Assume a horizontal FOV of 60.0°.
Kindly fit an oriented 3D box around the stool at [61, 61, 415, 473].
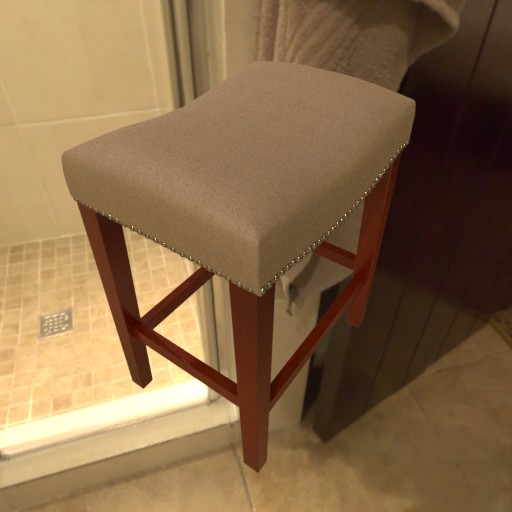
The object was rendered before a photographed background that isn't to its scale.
[{"bbox_3d":[0.000,0.000,0.917,0.375,0.632,0.509,25,48,26],"label":"stool"}]
